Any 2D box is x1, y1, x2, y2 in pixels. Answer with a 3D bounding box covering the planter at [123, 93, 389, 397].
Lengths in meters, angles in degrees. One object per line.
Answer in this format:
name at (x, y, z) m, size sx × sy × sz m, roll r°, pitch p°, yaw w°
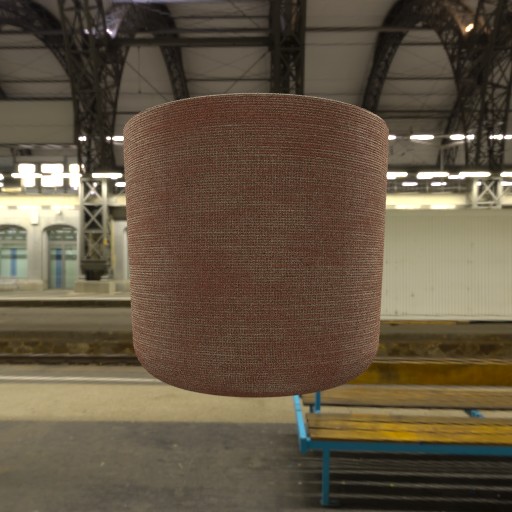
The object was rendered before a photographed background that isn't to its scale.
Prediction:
planter at (0.000, 0.000, 0.764) m, size 0.440 × 0.398 × 0.440 m, roll 0°, pitch -1°, yaw 0°
